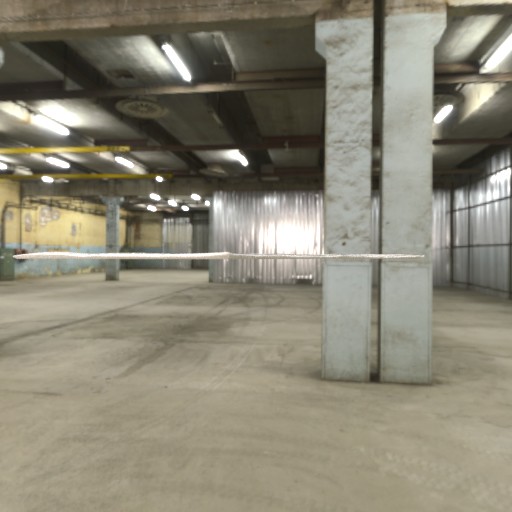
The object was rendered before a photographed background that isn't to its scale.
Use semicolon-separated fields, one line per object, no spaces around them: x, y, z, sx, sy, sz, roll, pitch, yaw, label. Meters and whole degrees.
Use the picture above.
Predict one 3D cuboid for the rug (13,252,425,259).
0.000;0.000;2.963;1.537;0.036;2.447;0;0;36;rug
